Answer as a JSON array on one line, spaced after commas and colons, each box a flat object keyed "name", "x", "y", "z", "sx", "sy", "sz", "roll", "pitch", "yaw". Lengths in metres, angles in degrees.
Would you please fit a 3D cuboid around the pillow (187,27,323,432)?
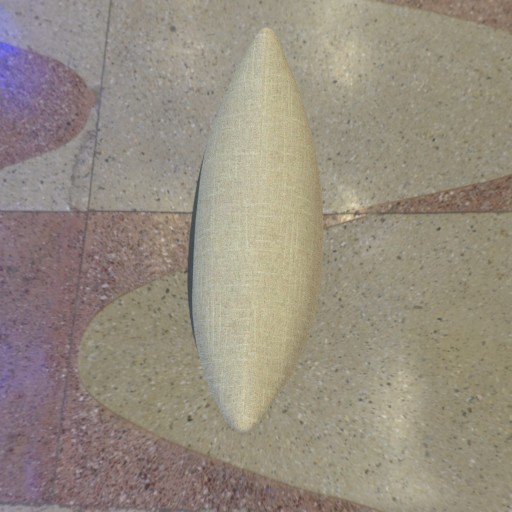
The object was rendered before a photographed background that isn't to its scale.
[{"name": "pillow", "x": 0.000, "y": 0.000, "z": 0.620, "sx": 0.173, "sy": 0.399, "sz": 0.414, "roll": 3, "pitch": 76, "yaw": 1}]
